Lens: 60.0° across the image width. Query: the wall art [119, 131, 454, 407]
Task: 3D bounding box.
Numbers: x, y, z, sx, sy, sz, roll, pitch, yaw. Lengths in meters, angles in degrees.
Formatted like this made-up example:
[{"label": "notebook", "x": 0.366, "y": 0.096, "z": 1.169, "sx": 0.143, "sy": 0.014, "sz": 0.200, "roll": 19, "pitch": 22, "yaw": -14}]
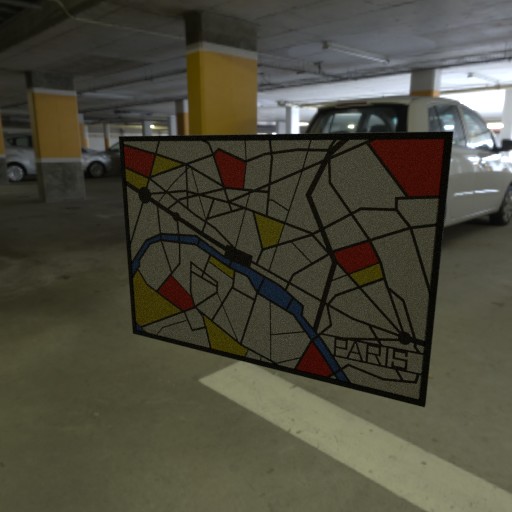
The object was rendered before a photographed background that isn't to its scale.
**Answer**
[{"label": "wall art", "x": 0.000, "y": 0.000, "z": 0.865, "sx": 0.664, "sy": 0.458, "sz": 0.013, "roll": 7, "pitch": 16, "yaw": 27}]
